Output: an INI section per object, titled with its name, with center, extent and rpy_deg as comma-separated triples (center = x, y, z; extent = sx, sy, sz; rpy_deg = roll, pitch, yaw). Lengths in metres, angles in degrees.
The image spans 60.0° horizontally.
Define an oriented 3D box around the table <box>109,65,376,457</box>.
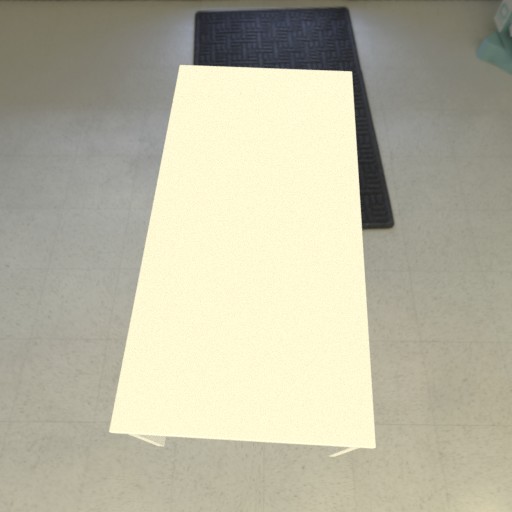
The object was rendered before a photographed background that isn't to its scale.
[table]
center = 0.000, 0.000, 1.251
extent = 0.500, 0.440, 1.000
rpy_deg = 3, 63, 1
